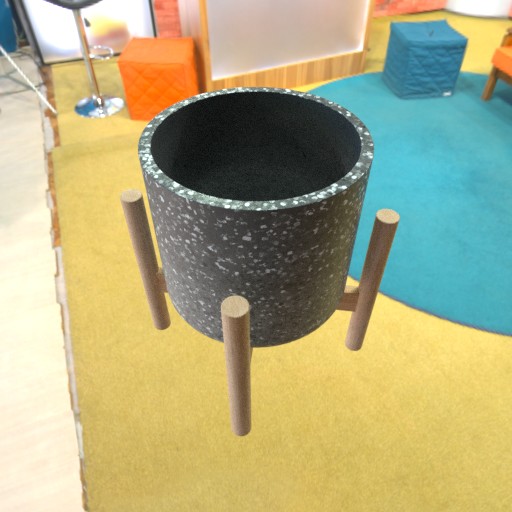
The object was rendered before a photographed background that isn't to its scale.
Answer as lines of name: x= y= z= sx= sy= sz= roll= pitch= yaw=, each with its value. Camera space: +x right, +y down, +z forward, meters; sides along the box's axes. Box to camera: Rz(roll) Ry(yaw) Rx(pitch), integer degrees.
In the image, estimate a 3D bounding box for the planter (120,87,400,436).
planter: x=0.000 y=0.000 z=0.536 sx=0.284 sy=0.320 sz=0.284 roll=22 pitch=49 yaw=21
